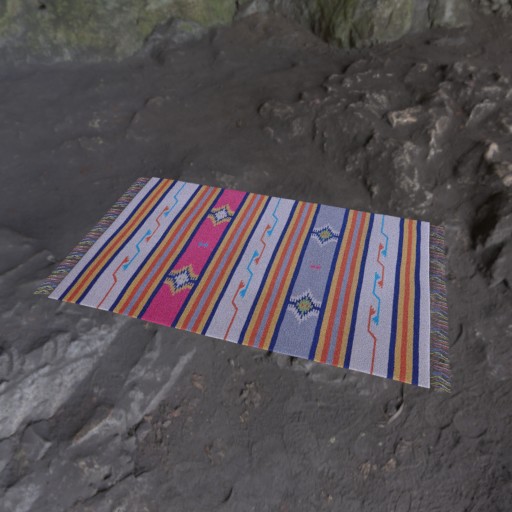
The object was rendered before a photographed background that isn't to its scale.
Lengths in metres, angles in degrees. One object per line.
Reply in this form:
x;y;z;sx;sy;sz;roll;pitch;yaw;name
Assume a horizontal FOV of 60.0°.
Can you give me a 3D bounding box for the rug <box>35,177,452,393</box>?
0.000;0.000;2.248;1.849;0.013;1.084;11;43;12;rug
